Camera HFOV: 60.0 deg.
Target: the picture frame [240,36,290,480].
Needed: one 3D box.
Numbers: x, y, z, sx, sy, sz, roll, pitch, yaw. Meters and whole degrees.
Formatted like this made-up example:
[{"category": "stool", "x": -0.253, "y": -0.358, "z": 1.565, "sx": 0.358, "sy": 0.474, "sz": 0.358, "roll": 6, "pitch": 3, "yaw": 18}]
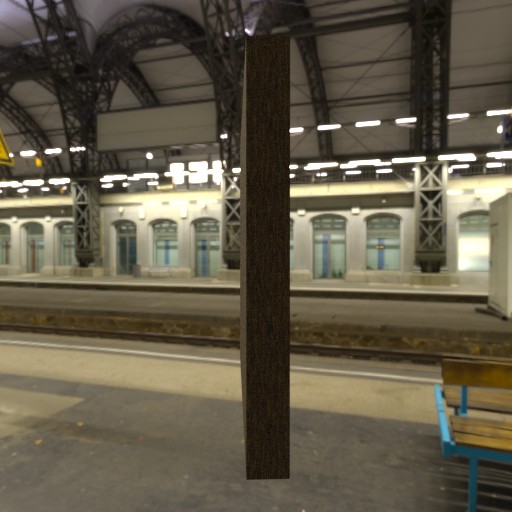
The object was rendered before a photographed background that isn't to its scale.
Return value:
[{"category": "picture frame", "x": 0.000, "y": 0.000, "z": 0.519, "sx": 0.033, "sy": 0.330, "sz": 0.378, "roll": 0, "pitch": 1, "yaw": -3}]
